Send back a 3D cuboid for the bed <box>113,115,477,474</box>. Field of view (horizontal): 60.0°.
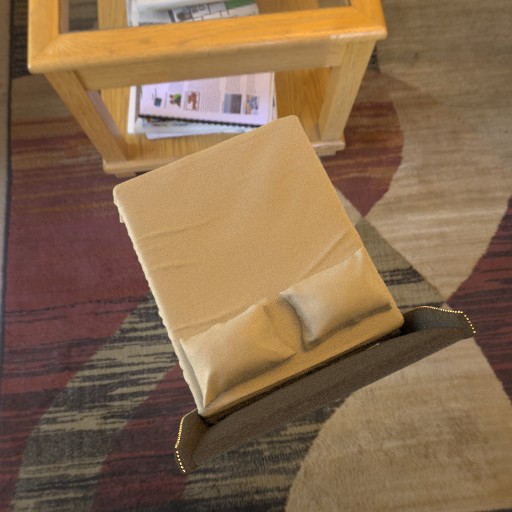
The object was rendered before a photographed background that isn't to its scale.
[{"bbox_3d":[0.000,0.000,3.418,1.925,1.332,2.276,-23,77,-6],"label":"bed"}]
